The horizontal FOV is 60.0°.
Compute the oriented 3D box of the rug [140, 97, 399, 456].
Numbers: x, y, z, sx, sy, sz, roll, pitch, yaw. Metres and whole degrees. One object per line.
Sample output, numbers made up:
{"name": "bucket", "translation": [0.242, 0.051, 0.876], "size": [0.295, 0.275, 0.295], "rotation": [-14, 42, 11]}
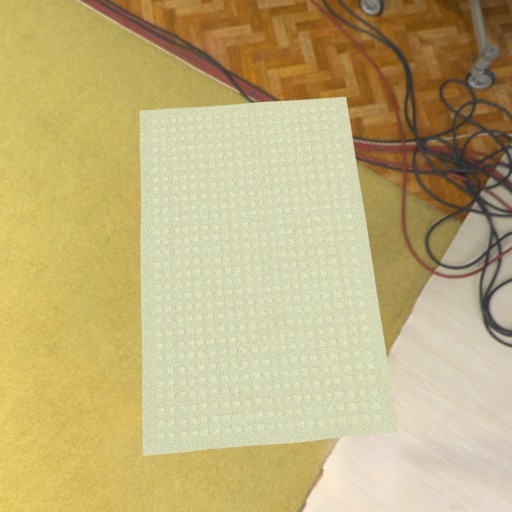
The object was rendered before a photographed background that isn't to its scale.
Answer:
{"name": "rug", "translation": [0.000, 0.000, 2.205], "size": [1.143, 0.006, 1.747], "rotation": [-4, 74, -1]}
